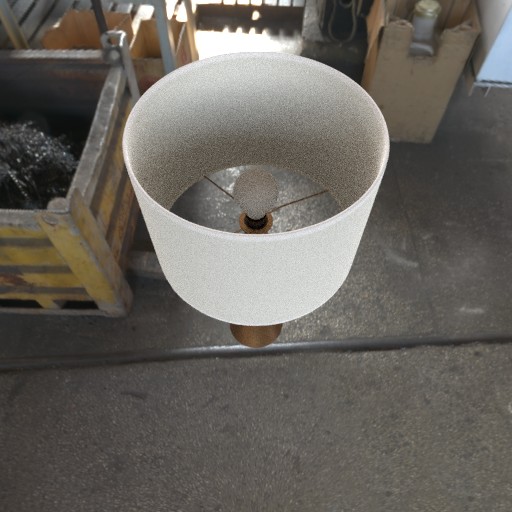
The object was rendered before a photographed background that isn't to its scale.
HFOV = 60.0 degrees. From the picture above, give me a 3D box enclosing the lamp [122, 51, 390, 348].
[{"bbox_3d":[0.000,0.000,0.651,0.268,0.479,0.268,-32,63,-19],"label":"lamp"}]
